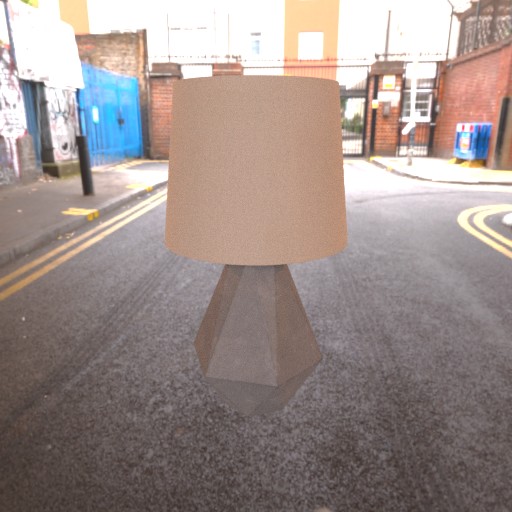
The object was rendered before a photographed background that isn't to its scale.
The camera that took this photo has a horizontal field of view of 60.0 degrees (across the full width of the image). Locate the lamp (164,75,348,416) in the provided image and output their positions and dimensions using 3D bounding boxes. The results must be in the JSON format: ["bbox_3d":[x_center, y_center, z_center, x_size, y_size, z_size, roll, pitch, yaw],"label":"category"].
[{"bbox_3d":[0.000,0.000,0.689,0.276,0.501,0.276,0,16,0],"label":"lamp"}]
